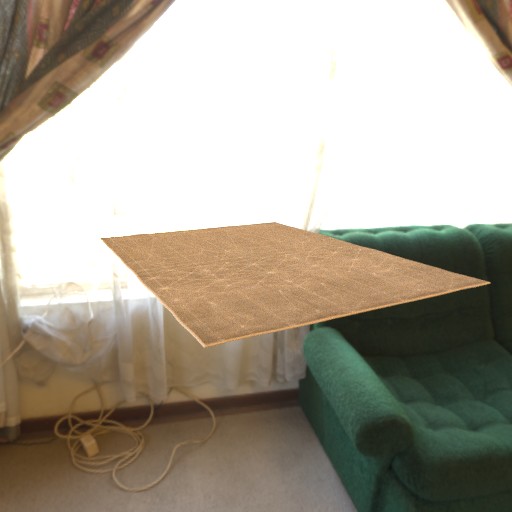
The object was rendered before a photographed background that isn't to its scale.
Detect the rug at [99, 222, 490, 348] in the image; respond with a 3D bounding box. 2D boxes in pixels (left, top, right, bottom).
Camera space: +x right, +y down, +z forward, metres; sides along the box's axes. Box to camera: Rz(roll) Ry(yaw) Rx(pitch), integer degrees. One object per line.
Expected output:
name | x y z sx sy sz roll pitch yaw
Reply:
rug | 0.000 0.000 4.395 2.449 0.019 3.357 -7 16 -27
